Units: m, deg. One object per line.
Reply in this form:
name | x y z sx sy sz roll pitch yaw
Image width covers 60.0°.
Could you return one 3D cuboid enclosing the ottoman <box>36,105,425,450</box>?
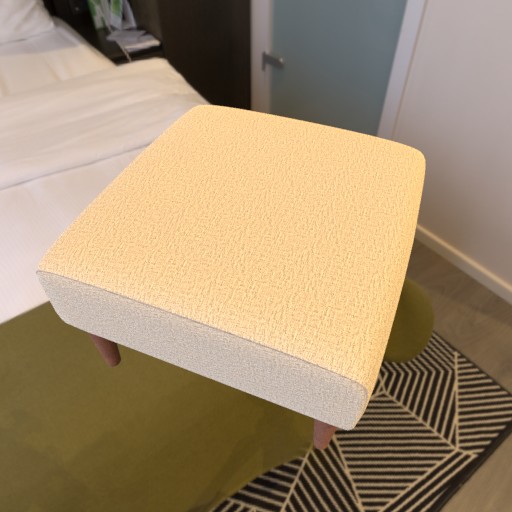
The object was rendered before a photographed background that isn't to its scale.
ottoman | 0.000 0.000 1.034 0.649 0.398 0.650 16 49 15
